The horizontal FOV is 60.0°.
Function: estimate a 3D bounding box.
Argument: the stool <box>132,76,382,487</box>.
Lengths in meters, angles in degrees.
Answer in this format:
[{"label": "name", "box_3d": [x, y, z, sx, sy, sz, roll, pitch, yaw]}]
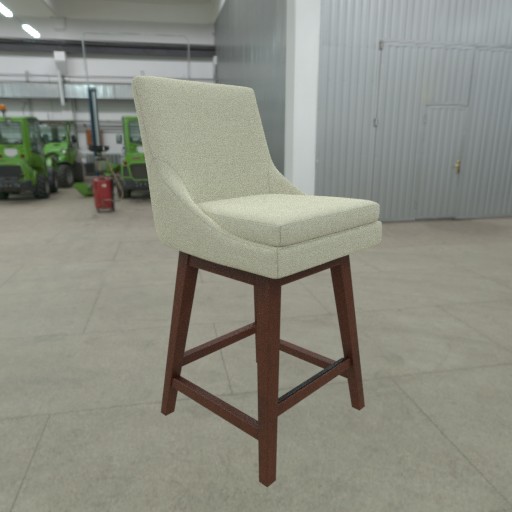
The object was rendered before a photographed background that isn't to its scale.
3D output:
[{"label": "stool", "box_3d": [0.000, 0.000, 1.291, 0.559, 0.991, 0.469, 14, 20, 41]}]
